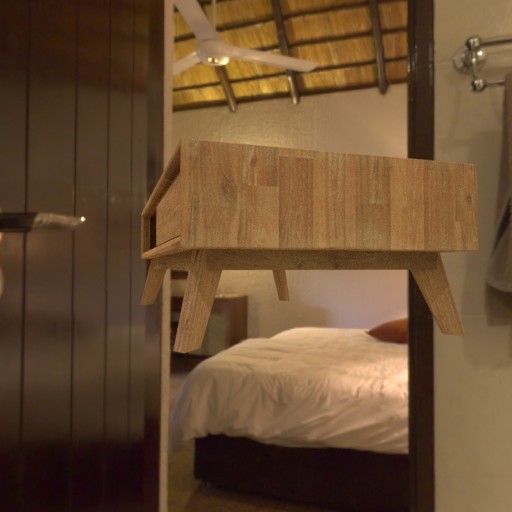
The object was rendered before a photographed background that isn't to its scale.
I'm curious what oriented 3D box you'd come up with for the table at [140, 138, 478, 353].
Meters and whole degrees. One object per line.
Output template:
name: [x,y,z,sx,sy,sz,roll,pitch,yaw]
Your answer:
table: [0.000,0.000,1.985,0.918,0.531,1.619,0,-1,-18]
